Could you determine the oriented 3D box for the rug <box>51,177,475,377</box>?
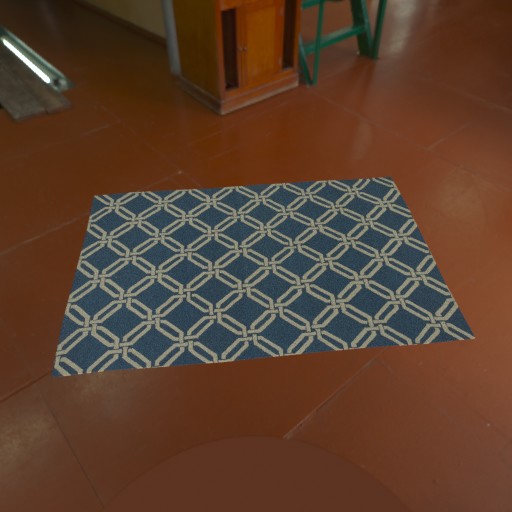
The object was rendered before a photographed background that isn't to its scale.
[{"bbox_3d":[0.000,0.000,2.198,1.755,0.010,1.153,-4,46,-4],"label":"rug"}]
